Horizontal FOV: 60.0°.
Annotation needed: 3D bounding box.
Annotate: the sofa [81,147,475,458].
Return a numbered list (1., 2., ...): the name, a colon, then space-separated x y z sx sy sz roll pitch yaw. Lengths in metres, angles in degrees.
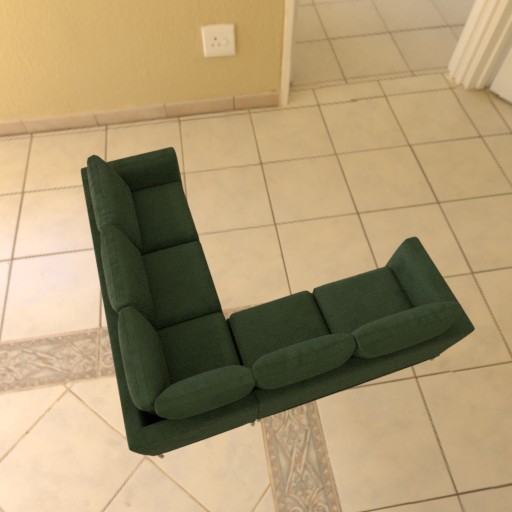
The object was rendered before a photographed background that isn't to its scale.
1. sofa: 0.000 0.000 3.726 2.468 1.004 2.452 -16 60 -10
